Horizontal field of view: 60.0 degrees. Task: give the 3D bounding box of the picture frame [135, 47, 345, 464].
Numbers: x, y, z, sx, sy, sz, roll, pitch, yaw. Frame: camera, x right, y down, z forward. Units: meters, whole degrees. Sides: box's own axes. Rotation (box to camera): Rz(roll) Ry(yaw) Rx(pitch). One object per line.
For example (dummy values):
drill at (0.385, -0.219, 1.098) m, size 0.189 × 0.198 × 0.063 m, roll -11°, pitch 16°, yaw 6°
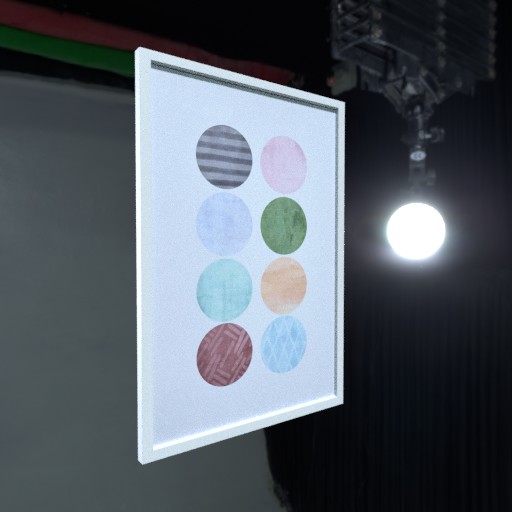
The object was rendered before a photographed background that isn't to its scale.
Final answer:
picture frame at (0.000, 0.000, 0.555) m, size 0.305 × 0.434 × 0.013 m, roll -1°, pitch 2°, yaw -36°
